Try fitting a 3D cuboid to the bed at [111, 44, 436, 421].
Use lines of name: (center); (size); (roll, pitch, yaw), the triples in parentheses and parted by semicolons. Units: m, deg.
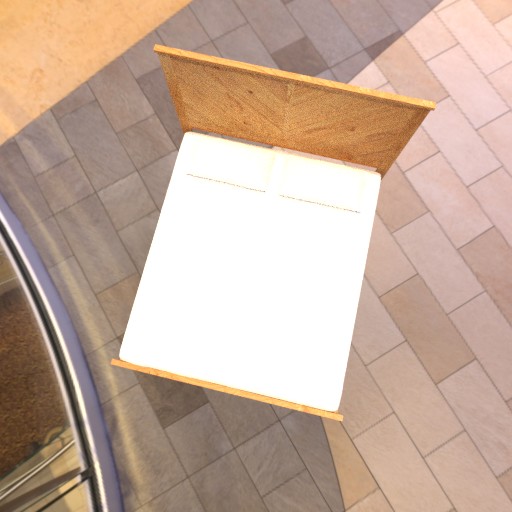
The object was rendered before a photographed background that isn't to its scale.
bed: (0.000, 0.000, 4.101); (2.225, 1.938, 2.530); (13, 77, 3)
